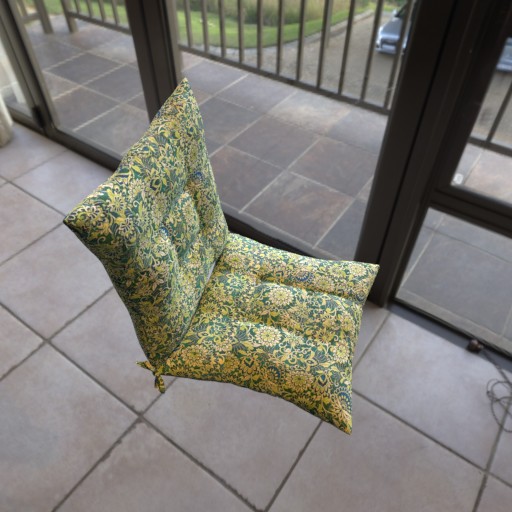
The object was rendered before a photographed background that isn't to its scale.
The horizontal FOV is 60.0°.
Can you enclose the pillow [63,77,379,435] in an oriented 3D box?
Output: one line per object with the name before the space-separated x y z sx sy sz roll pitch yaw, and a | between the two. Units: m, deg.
pillow | 0.000 0.000 1.007 0.585 0.536 0.541 13 49 11
